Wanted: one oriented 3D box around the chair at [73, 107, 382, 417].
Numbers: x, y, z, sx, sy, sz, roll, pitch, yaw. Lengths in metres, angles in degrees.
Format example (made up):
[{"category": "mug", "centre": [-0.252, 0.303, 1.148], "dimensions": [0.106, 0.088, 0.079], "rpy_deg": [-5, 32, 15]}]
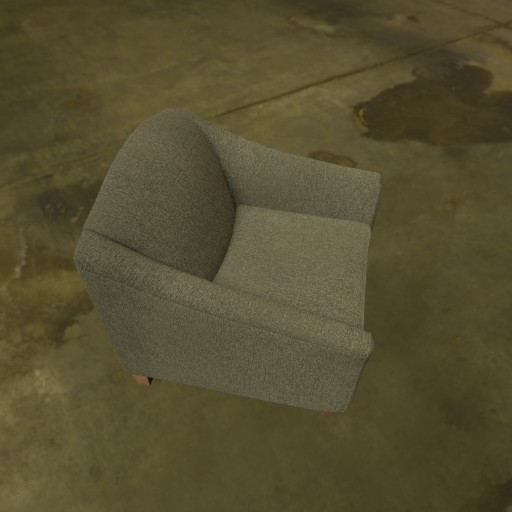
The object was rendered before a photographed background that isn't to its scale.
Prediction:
[{"category": "chair", "centre": [0.000, 0.000, 1.505], "dimensions": [0.787, 0.839, 0.763], "rpy_deg": [9, 48, 8]}]
